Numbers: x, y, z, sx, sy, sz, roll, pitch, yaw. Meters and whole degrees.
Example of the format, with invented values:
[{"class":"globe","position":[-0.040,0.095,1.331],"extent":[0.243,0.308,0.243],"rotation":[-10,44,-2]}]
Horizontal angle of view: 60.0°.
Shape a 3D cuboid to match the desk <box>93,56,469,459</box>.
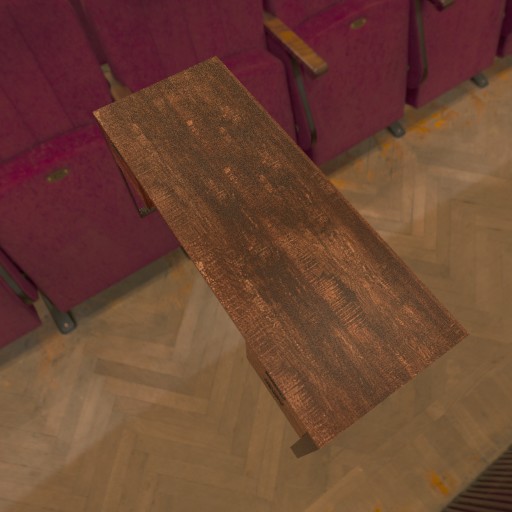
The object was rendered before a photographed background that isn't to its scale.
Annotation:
[{"class":"desk","position":[0.000,0.000,1.945],"extent":[0.599,0.762,1.524],"rotation":[-31,68,-14]}]
